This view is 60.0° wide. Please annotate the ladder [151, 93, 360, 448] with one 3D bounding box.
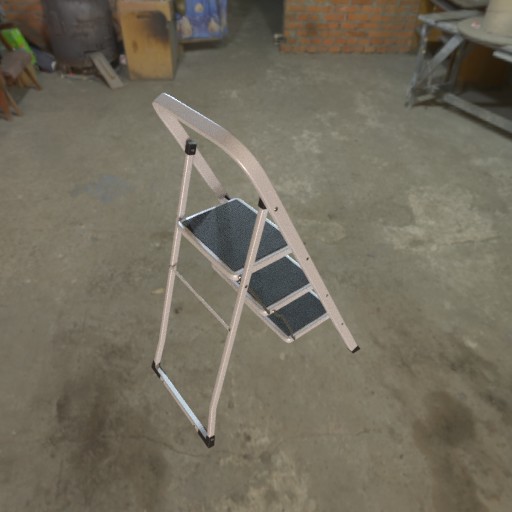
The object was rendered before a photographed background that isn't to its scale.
[{"bbox_3d":[0.000,0.000,1.420,0.711,1.050,0.460,-27,47,-28],"label":"ladder"}]
